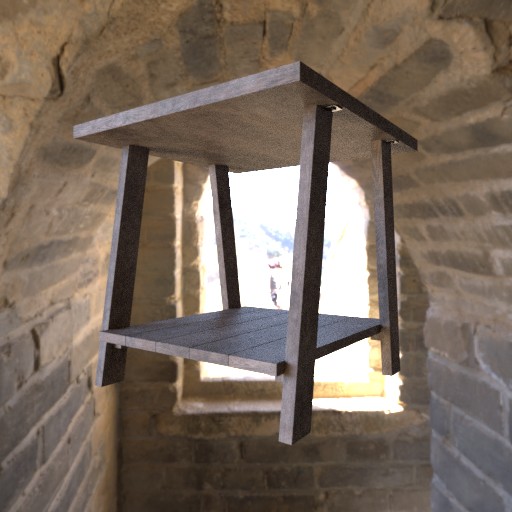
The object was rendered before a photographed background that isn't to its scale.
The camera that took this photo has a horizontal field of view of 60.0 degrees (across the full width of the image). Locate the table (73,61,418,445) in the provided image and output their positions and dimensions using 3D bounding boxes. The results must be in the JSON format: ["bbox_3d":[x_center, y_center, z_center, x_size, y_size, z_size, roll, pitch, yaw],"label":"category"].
[{"bbox_3d":[0.000,0.000,1.105,0.610,0.610,0.610,1,1,36],"label":"table"}]
